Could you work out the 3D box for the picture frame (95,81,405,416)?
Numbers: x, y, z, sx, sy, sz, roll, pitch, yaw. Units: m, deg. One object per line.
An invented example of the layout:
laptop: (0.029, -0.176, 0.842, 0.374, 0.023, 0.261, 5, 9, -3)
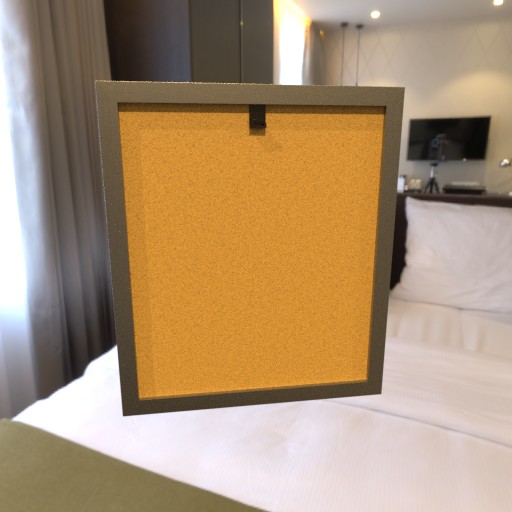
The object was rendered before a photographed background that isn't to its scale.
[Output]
picture frame: (0.000, 0.000, 1.339, 0.839, 0.968, 0.073, -2, 14, -8)
